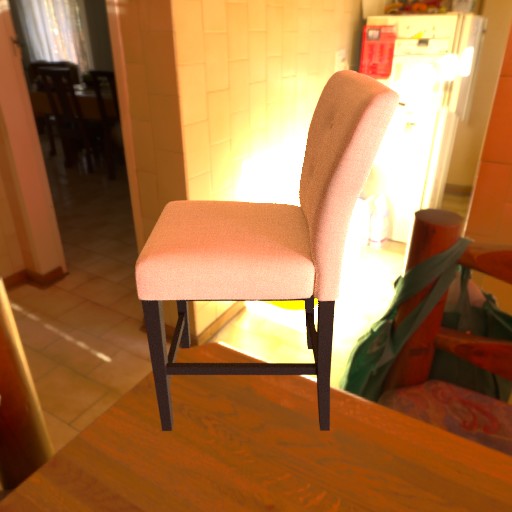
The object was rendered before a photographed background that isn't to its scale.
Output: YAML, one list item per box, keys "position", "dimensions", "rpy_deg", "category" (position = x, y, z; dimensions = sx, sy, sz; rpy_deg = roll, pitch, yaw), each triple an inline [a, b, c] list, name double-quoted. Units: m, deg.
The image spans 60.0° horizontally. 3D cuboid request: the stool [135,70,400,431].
- position: [0.000, 0.000, 1.293]
  dimensions: [0.603, 0.972, 0.514]
  rpy_deg: [0, 27, 0]
  category: "stool"
